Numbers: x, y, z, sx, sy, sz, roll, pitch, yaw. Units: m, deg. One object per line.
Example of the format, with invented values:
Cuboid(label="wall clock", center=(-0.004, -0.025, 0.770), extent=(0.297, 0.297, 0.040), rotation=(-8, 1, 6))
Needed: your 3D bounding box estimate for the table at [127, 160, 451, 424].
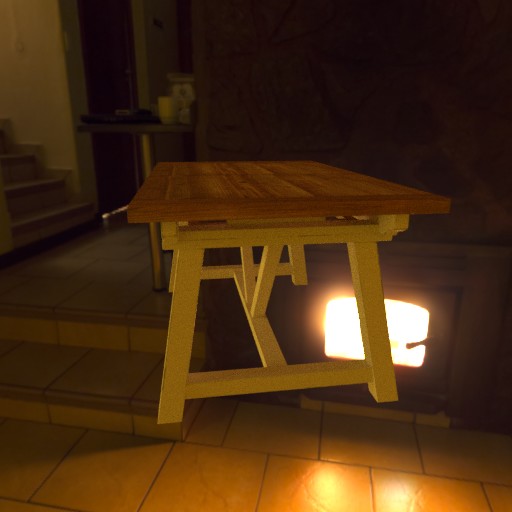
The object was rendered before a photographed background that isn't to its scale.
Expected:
Cuboid(label="table", center=(0.000, 0.000, 2.046), extent=(0.922, 0.743, 1.503), rotation=(-3, 17, -9))
